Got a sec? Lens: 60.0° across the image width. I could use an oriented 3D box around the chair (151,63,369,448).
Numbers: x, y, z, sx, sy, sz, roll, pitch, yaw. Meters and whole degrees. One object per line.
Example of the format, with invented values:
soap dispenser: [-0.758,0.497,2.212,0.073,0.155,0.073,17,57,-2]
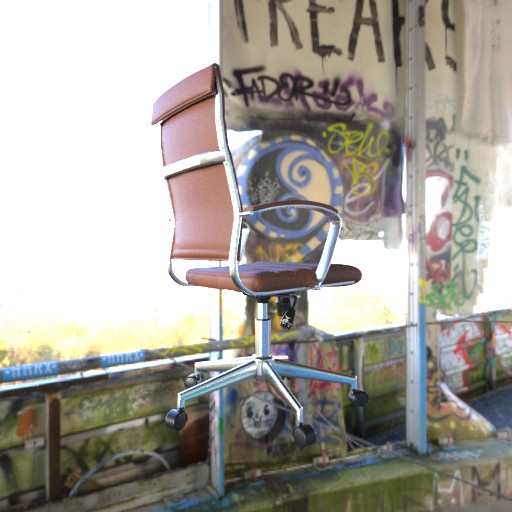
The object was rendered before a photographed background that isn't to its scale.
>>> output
chair: [0.000,0.000,1.671,0.739,1.149,0.766,0,1,-36]
